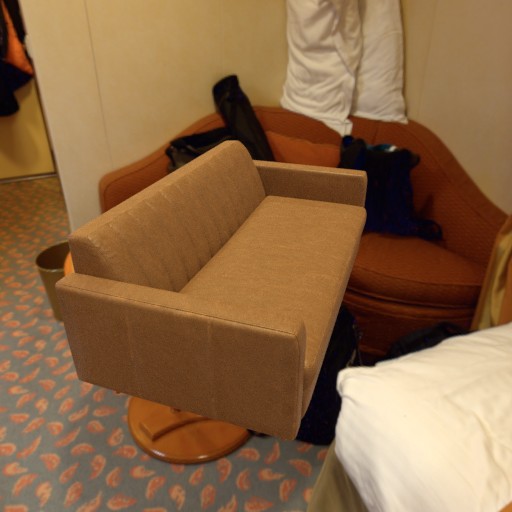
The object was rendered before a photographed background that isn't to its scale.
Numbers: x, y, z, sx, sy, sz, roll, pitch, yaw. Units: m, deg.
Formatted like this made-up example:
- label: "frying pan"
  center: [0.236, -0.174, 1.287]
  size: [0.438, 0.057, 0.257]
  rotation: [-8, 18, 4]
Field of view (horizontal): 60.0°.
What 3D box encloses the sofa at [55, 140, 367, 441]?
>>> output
- label: "sofa"
  center: [0.000, 0.000, 2.390]
  size: [0.993, 0.821, 1.847]
  rotation: [9, 30, 17]
